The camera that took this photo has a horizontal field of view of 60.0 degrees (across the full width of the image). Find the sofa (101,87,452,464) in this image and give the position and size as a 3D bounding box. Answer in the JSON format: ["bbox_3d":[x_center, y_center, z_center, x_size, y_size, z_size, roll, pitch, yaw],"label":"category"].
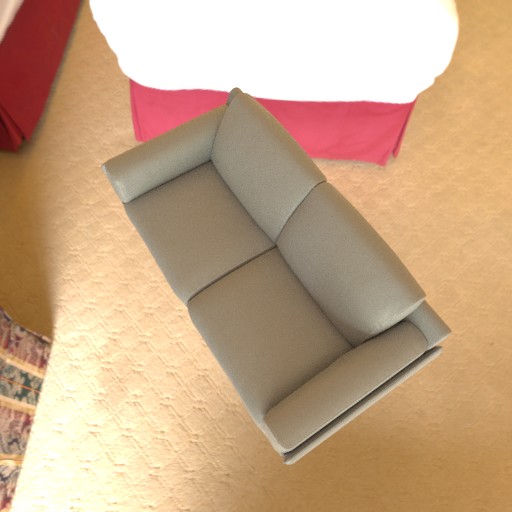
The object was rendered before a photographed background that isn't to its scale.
[{"bbox_3d":[0.000,0.000,2.686,1.049,0.930,2.101,-31,68,-14],"label":"sofa"}]
